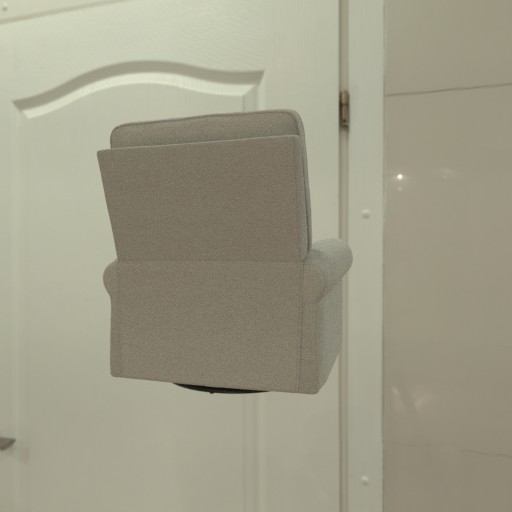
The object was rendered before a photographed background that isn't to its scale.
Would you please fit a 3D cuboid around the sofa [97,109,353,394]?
[{"bbox_3d":[0.000,0.000,2.073,0.880,0.959,1.478,0,0,16],"label":"sofa"}]
